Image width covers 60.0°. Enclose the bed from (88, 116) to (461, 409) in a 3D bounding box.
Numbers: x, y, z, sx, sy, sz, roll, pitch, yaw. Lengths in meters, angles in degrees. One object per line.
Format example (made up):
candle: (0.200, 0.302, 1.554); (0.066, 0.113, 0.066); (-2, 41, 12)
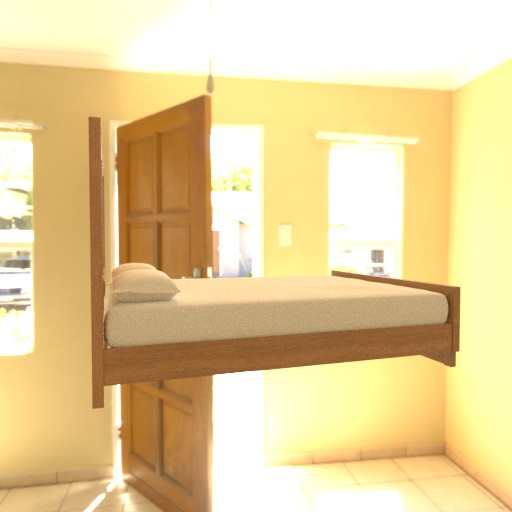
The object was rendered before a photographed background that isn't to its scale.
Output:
bed: (0.000, 0.000, 3.204); (2.184, 1.387, 1.606); (-1, 2, -18)
